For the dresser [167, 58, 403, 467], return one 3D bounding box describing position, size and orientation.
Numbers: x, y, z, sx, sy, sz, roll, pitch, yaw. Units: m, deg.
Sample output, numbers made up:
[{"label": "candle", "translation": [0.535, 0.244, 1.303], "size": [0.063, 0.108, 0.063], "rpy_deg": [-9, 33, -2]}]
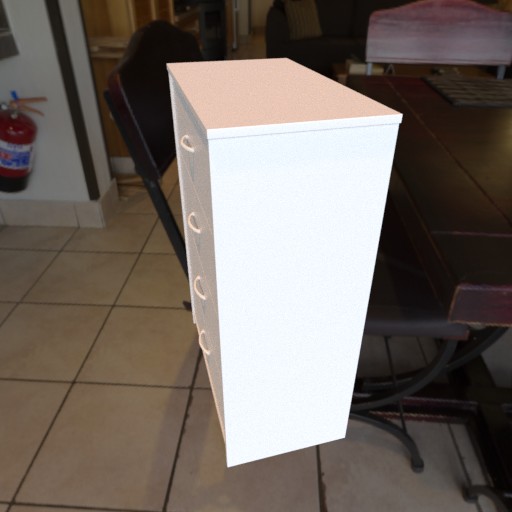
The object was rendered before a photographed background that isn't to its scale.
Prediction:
[{"label": "dresser", "translation": [0.000, 0.000, 1.380], "size": [0.401, 1.021, 0.704], "rpy_deg": [-8, 33, -13]}]
